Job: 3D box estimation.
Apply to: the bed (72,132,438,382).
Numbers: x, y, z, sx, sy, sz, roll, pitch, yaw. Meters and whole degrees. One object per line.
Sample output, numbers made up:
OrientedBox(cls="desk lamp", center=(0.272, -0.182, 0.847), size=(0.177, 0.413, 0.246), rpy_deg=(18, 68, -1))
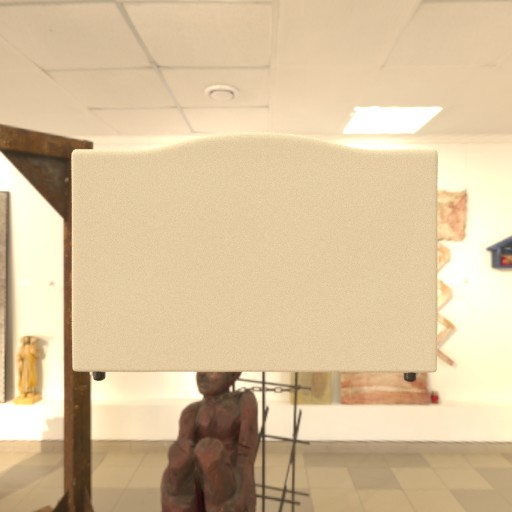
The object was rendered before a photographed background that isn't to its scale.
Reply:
OrientedBox(cls="bed", center=(0.000, 0.000, 3.579), size=(2.083, 1.421, 2.182), rpy_deg=(0, 0, 1))
